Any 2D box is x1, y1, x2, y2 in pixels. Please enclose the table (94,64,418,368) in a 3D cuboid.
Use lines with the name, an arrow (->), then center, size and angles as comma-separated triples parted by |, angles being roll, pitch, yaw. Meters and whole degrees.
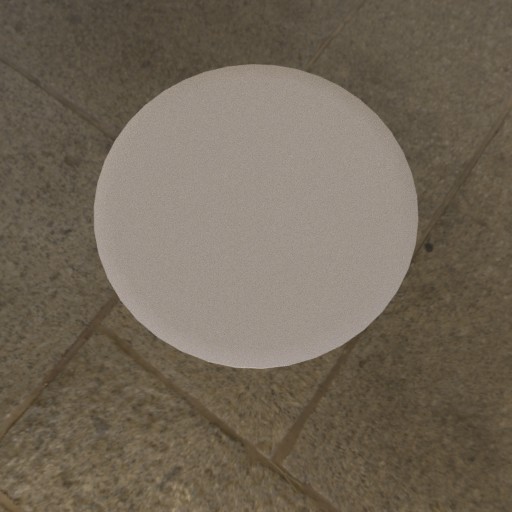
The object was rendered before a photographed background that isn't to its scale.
table -> 0.000, 0.000, 1.017 | 0.513, 0.653, 0.513 | 0, 75, 0
